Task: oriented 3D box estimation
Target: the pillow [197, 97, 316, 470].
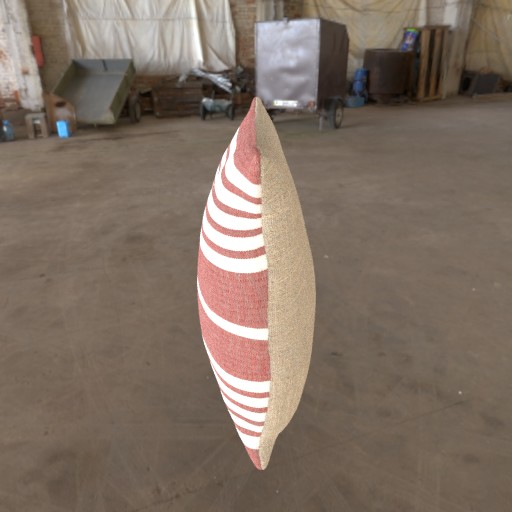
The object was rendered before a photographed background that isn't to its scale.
[{"bbox_3d":[0.000,0.000,0.689,0.182,0.427,0.439,0,26,0],"label":"pillow"}]
